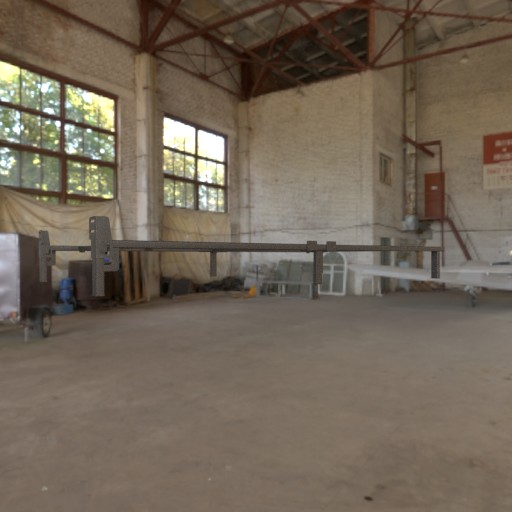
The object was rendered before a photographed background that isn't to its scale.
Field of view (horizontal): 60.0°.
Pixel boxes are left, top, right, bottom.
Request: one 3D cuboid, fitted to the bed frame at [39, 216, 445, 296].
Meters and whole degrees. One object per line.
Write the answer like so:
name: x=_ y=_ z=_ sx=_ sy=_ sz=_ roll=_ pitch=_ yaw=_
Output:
bed frame: x=0.000 y=0.000 z=2.304 sx=1.897 sy=0.248 sz=0.968 roll=0 pitch=0 yaw=-35
